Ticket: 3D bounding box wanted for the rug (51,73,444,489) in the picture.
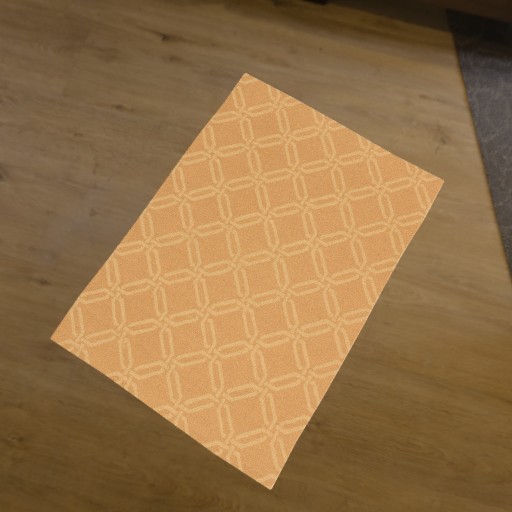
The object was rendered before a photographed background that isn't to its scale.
[{"bbox_3d":[0.000,0.000,2.704,1.524,0.013,2.135,31,77,8],"label":"rug"}]
